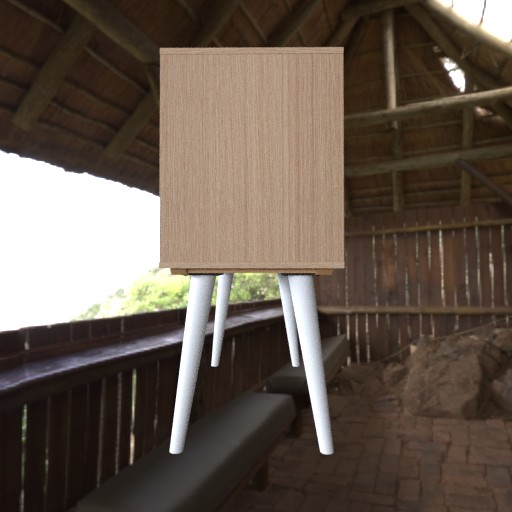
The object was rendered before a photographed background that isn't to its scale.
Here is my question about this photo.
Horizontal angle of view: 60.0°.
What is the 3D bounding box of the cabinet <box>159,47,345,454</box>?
[{"bbox_3d":[0.000,0.000,1.622,0.470,1.016,1.057,0,-1,1],"label":"cabinet"}]
